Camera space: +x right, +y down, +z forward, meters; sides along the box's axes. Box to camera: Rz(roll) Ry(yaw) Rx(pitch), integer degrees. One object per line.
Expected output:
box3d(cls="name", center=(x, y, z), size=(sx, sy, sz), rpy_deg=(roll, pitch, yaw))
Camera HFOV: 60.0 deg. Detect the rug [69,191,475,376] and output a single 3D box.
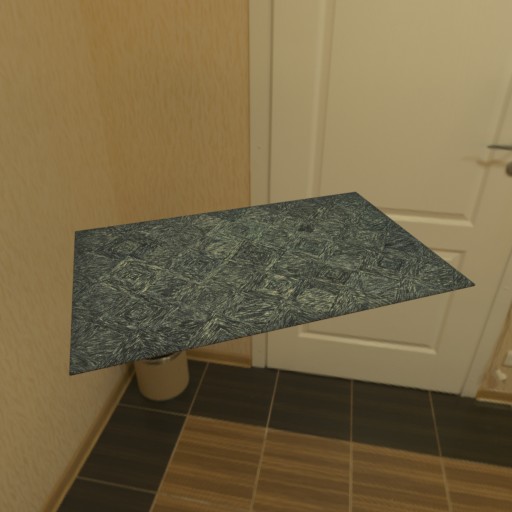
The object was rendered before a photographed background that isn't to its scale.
box3d(cls="rug", center=(0.000, 0.000, 2.985), size=(2.330, 0.017, 1.478), rpy_deg=(-10, 33, -15))
